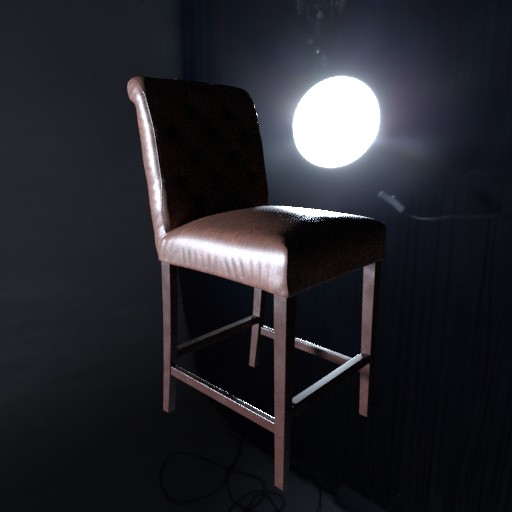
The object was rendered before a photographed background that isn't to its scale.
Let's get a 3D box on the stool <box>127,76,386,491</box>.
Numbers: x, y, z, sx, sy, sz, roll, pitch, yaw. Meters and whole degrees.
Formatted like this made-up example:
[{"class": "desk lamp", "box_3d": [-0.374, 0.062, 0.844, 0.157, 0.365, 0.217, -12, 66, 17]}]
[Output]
[{"class": "stool", "box_3d": [0.000, 0.000, 1.404, 0.660, 1.084, 0.486, 13, 19, 41]}]
